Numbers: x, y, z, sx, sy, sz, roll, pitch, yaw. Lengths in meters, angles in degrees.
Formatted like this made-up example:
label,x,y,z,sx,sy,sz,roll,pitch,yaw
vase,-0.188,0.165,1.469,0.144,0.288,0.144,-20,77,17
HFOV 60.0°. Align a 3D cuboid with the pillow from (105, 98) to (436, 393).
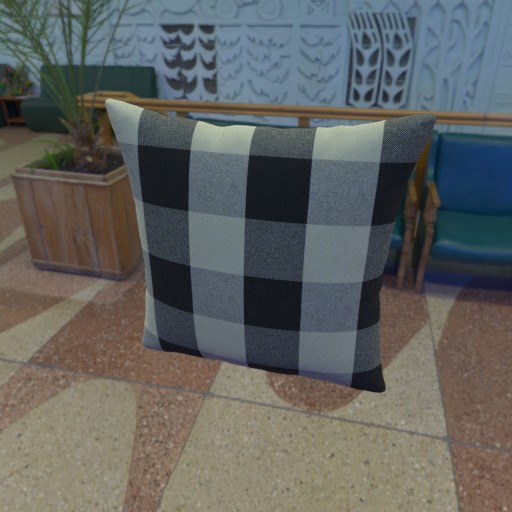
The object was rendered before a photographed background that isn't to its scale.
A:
label,x,y,z,sx,sy,sz,roll,pitch,yaw
pillow,0.000,0.000,0.781,0.511,0.509,0.161,7,29,14
